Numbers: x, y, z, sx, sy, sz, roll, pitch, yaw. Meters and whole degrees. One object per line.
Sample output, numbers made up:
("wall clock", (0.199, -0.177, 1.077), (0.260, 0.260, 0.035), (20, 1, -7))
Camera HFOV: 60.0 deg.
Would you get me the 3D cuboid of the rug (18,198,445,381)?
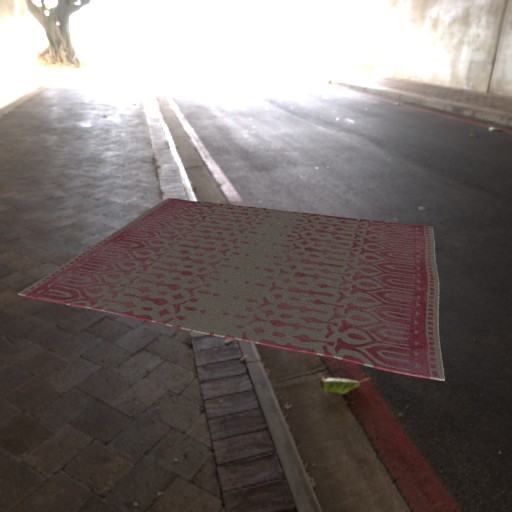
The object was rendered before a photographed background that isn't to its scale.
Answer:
("rug", (0.000, 0.000, 3.996), (3.095, 0.016, 2.441), (8, 27, 16))
